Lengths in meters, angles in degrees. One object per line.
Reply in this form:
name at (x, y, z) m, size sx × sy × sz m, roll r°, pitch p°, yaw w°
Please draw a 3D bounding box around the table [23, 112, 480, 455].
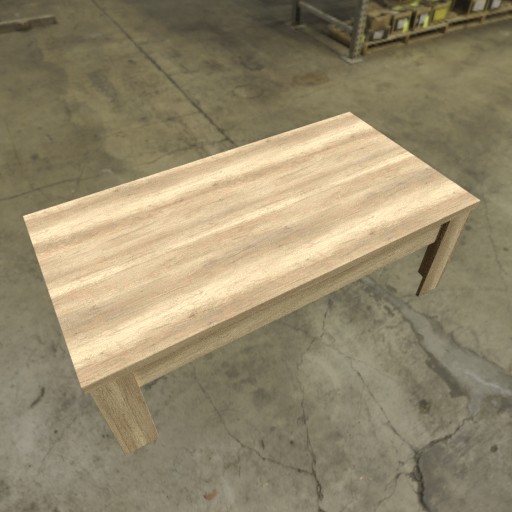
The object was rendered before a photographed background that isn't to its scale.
table at (0.000, 0.000, 1.637) m, size 1.350 × 0.460 × 0.700 m, roll -23°, pitch 50°, yaw -21°
